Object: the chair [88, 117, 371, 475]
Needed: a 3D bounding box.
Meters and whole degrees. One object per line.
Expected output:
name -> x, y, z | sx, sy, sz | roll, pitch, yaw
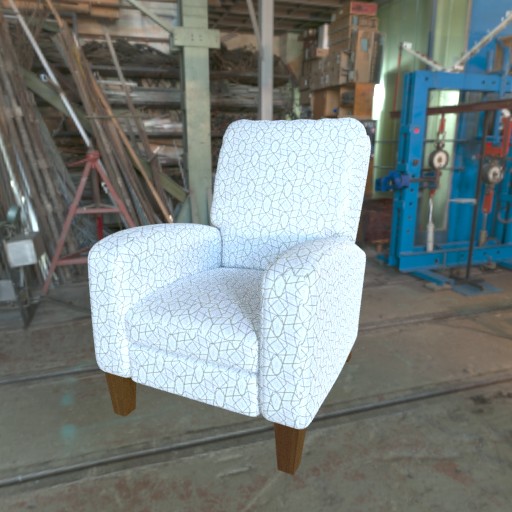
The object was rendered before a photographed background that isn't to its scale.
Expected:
chair -> 0.000, 0.000, 1.743 | 0.796, 1.064, 0.995 | 7, 16, 25
